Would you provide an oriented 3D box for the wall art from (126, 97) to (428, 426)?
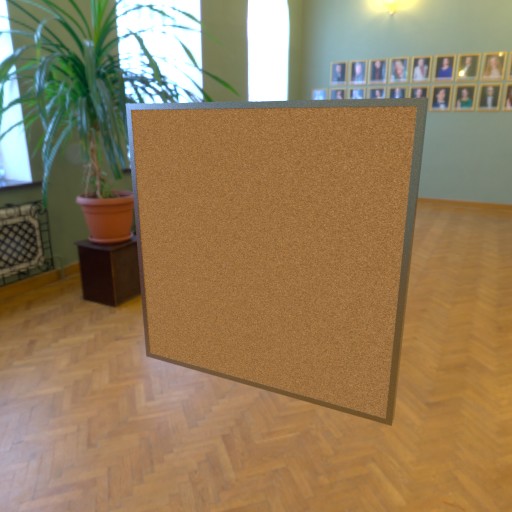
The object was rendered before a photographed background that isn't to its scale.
[{"bbox_3d":[0.000,0.000,1.223,0.806,0.806,0.038,8,19,25],"label":"wall art"}]
